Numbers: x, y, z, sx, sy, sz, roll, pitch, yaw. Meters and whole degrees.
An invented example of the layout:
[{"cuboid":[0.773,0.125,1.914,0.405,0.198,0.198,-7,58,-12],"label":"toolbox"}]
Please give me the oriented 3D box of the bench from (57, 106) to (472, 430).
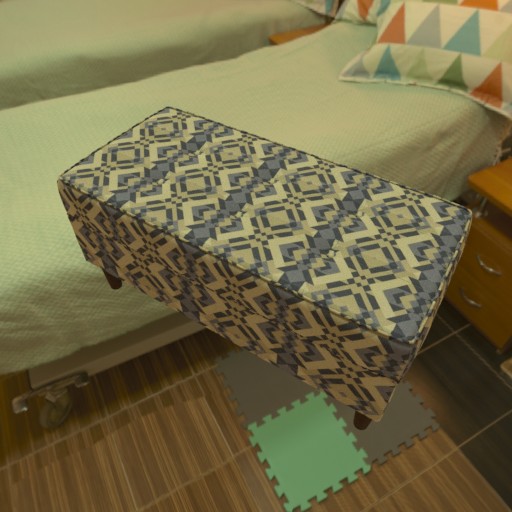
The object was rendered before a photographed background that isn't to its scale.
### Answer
[{"cuboid":[0.000,0.000,1.313,1.016,0.477,0.492,25,51,21],"label":"bench"}]
